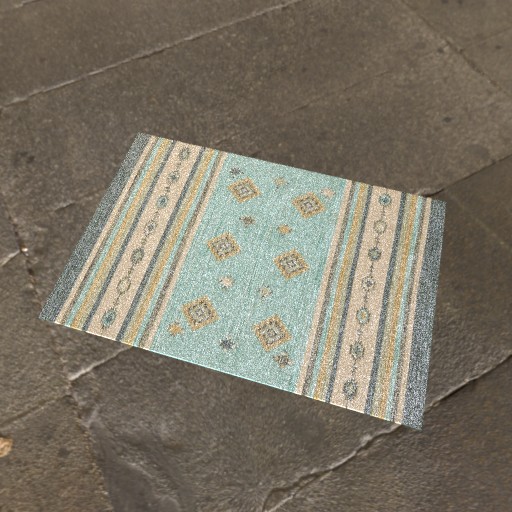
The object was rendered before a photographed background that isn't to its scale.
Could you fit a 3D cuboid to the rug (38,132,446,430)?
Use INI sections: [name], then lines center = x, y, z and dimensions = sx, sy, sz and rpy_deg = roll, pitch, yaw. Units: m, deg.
[rug]
center = 0.000, 0.000, 2.266
dimensions = 1.811, 0.010, 1.212
rpy_deg = 14, 63, 7
